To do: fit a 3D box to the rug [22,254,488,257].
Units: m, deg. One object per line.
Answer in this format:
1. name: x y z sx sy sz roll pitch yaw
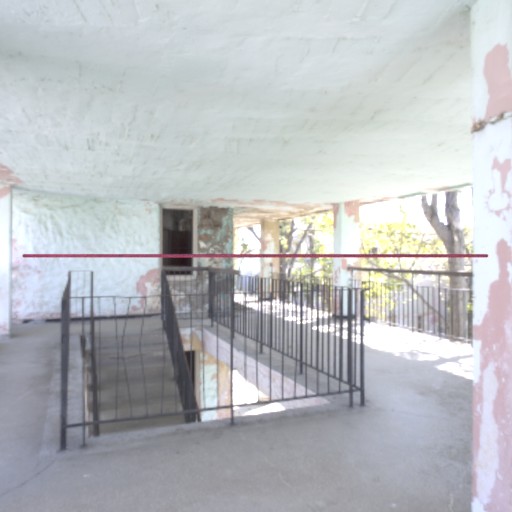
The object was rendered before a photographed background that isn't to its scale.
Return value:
1. rug: 0.000 0.000 2.717 2.439 0.018 0.813 0 0 -1
